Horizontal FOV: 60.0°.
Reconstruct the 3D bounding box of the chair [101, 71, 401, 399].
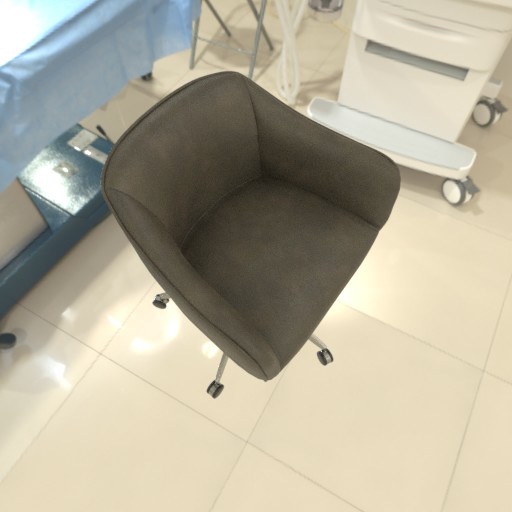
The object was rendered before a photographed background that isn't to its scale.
[{"bbox_3d":[0.000,0.000,1.362,0.689,0.827,0.713,32,64,18],"label":"chair"}]
